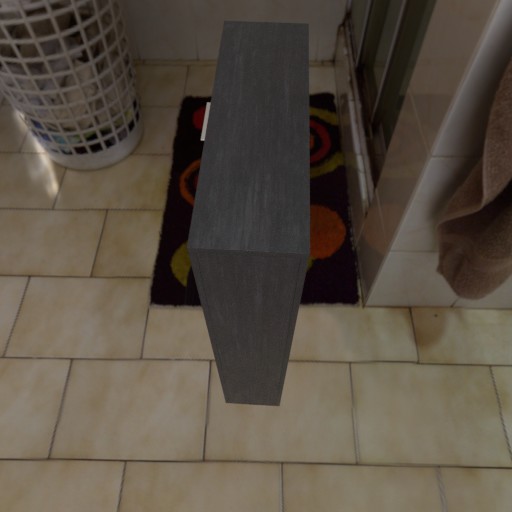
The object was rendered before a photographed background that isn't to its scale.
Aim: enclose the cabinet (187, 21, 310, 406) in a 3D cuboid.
[{"bbox_3d":[0.000,0.000,1.588,0.250,1.280,0.750,3,59,2],"label":"cabinet"}]
